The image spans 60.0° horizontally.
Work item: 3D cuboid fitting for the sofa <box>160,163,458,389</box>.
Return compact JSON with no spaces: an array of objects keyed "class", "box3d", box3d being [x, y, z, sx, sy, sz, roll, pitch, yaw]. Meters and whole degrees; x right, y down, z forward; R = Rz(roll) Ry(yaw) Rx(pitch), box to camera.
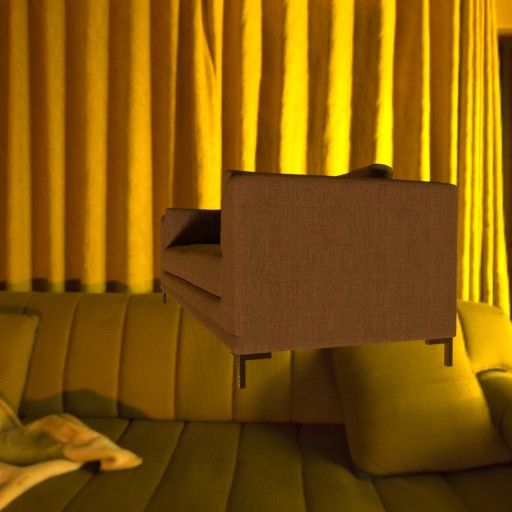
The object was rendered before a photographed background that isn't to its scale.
[{"class":"sofa","box3d":[0.000,0.000,2.820,0.969,0.867,2.415,-1,2,-18]}]
